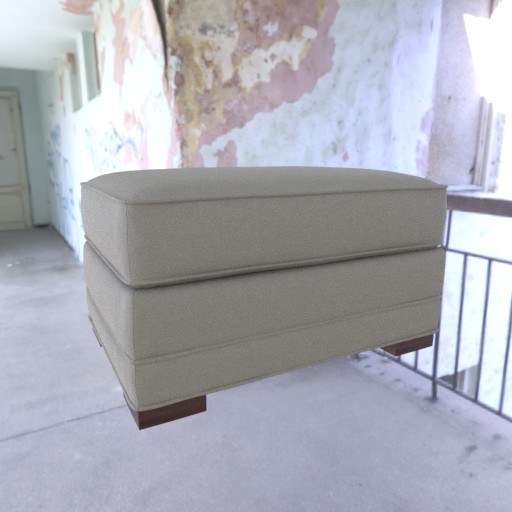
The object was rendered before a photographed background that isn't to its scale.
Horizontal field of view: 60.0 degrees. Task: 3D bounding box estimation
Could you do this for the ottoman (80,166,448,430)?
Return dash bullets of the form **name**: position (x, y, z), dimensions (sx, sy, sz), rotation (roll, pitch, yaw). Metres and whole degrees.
- **ottoman**: position (0.000, 0.000, 1.223), dimensions (0.848, 0.482, 0.611), rotation (-7, 15, -27)
